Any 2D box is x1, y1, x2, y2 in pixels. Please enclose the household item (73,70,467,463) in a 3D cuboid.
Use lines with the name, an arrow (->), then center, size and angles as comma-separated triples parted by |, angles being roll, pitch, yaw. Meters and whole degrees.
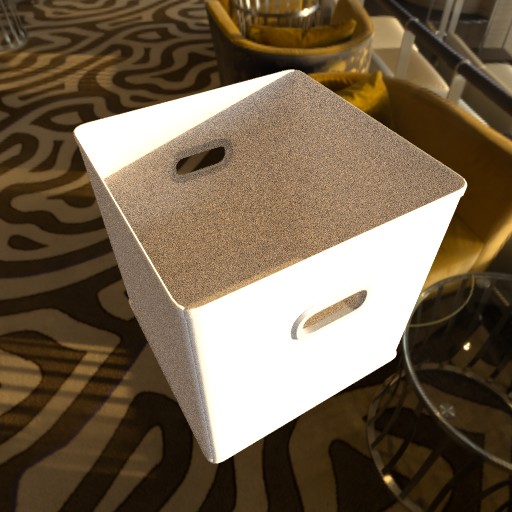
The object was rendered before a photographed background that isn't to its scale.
household item -> 0.000, 0.000, 0.565 | 0.305, 0.305, 0.305 | -23, 51, -21
